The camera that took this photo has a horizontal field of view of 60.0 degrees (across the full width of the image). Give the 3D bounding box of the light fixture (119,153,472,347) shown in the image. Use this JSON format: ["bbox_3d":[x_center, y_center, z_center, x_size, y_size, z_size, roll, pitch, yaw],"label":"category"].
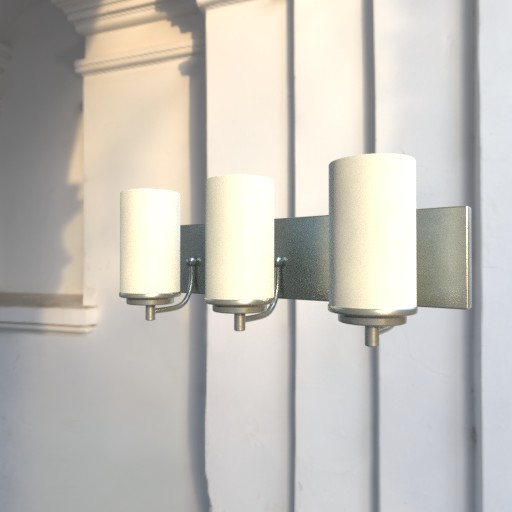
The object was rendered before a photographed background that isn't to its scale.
[{"bbox_3d":[0.000,0.000,0.537,0.451,0.172,0.145,-1,-1,36],"label":"light fixture"}]
